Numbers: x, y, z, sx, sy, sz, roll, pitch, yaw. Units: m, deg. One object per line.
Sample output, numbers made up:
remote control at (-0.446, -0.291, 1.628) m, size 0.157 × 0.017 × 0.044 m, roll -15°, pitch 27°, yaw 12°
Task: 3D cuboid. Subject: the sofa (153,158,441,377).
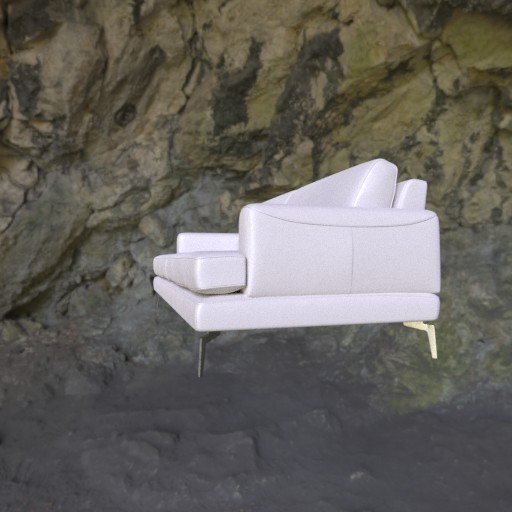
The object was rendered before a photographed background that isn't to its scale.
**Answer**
sofa at (0.000, 0.000, 2.414) m, size 0.974 × 0.765 × 1.940 m, roll 0°, pitch 0°, yaw -17°
